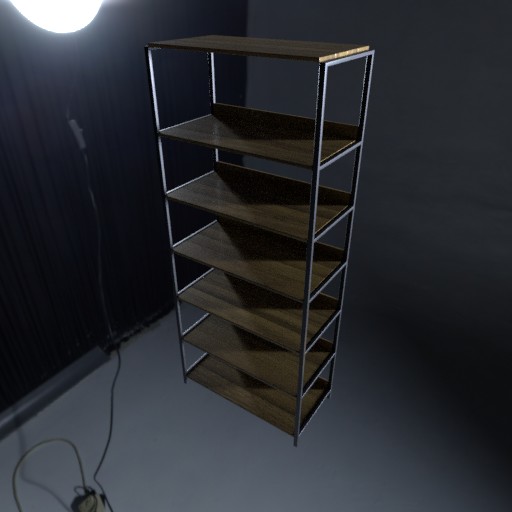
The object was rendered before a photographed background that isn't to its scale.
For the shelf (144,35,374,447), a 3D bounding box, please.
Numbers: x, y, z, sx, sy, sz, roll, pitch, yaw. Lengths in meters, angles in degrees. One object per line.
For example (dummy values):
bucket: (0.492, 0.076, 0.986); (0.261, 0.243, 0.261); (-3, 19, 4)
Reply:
shelf: (0.000, 0.000, 2.326); (0.847, 2.015, 0.431); (19, 36, 29)
